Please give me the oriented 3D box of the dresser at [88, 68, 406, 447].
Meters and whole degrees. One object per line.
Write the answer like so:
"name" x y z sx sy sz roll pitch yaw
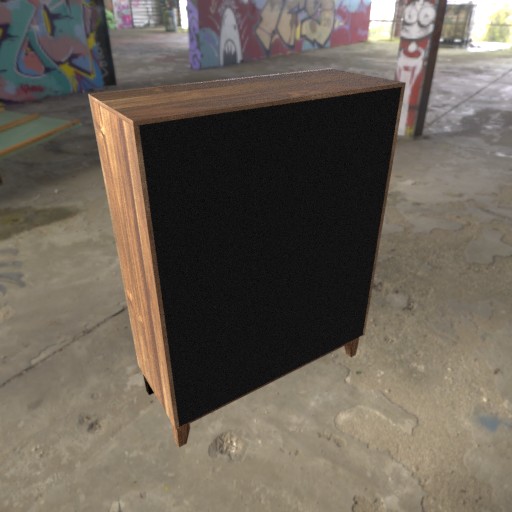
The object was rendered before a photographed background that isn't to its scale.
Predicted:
"dresser" 0.000 0.000 1.931 1.062 1.393 0.442 -18 35 -28
